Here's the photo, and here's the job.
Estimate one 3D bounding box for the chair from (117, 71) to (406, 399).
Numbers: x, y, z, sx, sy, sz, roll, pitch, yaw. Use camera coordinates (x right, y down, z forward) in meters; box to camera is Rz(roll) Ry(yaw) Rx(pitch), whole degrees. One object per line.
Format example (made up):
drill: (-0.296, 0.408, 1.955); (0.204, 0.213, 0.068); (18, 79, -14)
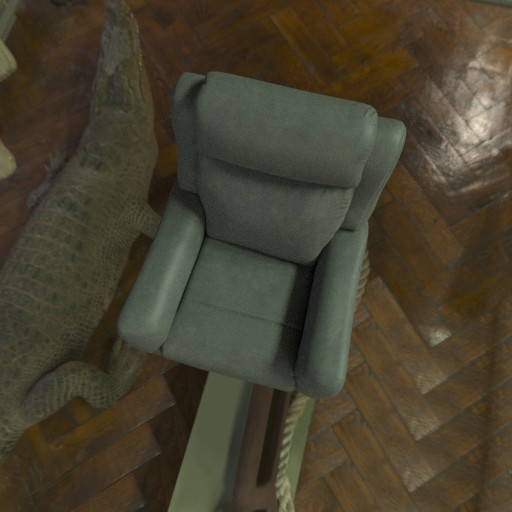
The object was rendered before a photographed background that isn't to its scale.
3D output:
chair: (0.000, 0.000, 1.956); (0.965, 1.116, 1.068); (14, 76, 4)
